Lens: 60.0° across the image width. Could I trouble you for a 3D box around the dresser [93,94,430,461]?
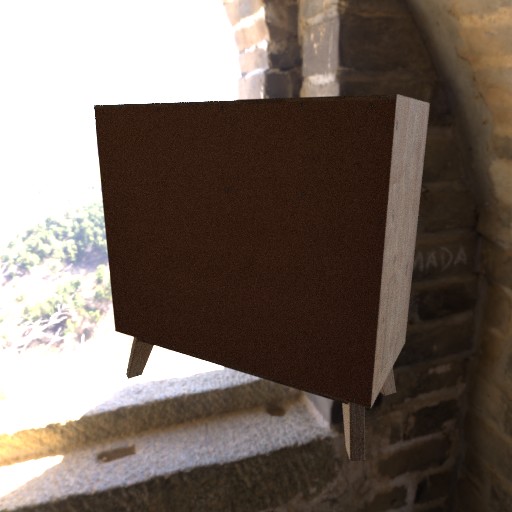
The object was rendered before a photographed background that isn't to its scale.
[{"bbox_3d":[0.000,0.000,1.582,0.998,1.029,0.455,9,18,28],"label":"dresser"}]
